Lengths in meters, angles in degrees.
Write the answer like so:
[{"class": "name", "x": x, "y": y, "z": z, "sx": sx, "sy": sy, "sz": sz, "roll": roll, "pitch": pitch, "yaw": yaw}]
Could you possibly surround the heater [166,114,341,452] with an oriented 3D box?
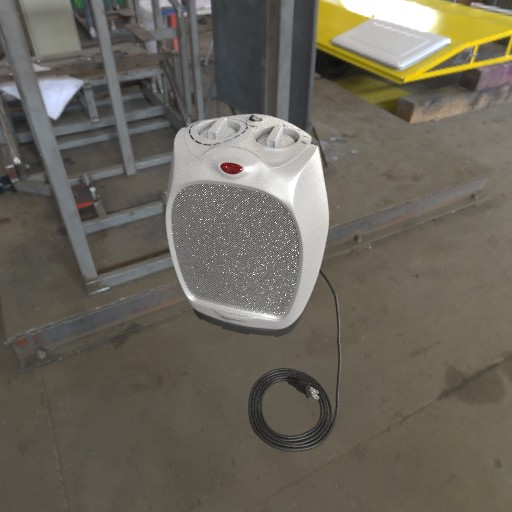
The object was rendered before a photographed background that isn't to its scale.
[{"class": "heater", "x": 0.000, "y": 0.000, "z": 0.492, "sx": 0.239, "sy": 0.255, "sz": 0.291, "roll": 11, "pitch": 42, "yaw": 13}]
